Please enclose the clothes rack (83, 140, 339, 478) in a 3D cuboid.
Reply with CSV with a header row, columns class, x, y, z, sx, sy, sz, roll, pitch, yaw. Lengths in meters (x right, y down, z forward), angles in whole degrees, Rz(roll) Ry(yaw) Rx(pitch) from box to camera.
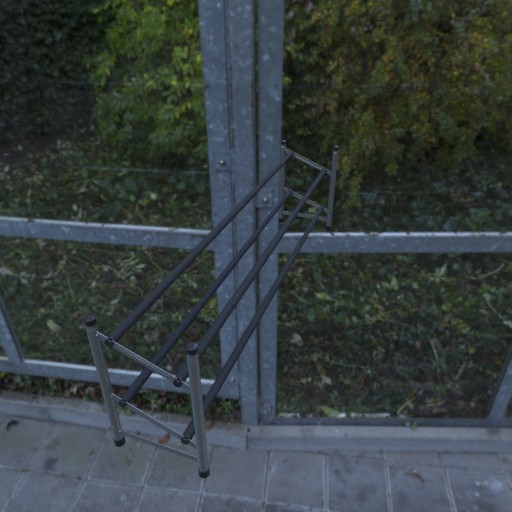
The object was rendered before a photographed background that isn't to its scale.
class,x,y,z,sx,sy,sz,roll,pitch,yaw
clothes rack,0.000,0.000,1.307,0.229,0.349,1.168,11,33,18
